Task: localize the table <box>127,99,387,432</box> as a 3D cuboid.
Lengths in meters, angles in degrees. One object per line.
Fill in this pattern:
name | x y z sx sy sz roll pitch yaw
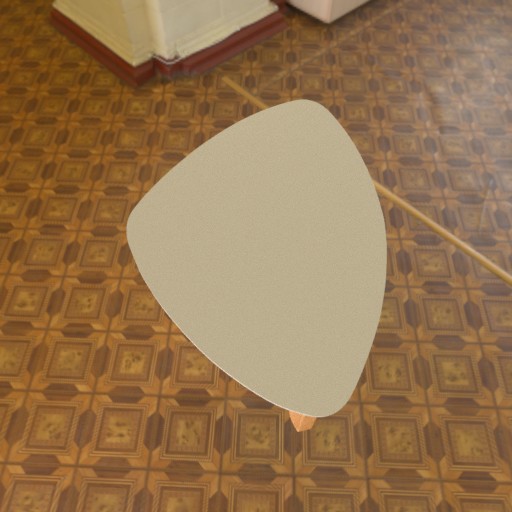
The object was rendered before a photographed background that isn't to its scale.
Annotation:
table | 0.000 0.000 1.655 0.850 0.440 1.250 1 57 1
